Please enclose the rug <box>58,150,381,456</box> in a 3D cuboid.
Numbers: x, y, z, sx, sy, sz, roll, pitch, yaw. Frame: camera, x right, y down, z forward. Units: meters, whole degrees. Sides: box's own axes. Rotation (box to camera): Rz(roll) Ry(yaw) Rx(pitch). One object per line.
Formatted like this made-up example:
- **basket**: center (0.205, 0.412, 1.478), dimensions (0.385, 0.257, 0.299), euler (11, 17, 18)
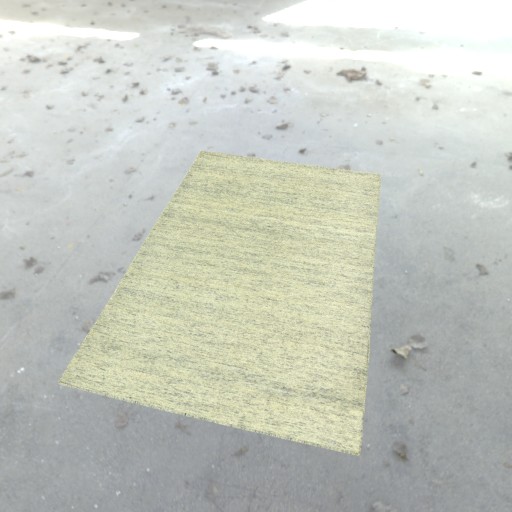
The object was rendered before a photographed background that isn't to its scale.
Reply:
- **rug**: center (0.000, 0.000, 2.352), dimensions (1.243, 0.014, 1.846), euler (10, 46, 10)
